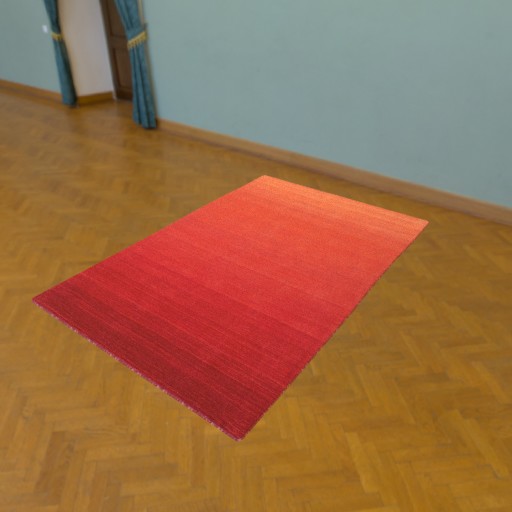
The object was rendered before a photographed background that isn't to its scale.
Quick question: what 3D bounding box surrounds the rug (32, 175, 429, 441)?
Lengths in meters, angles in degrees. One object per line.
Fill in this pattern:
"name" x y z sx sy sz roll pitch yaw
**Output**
"rug" 0.000 0.000 2.340 1.230 0.018 1.835 22 39 30
